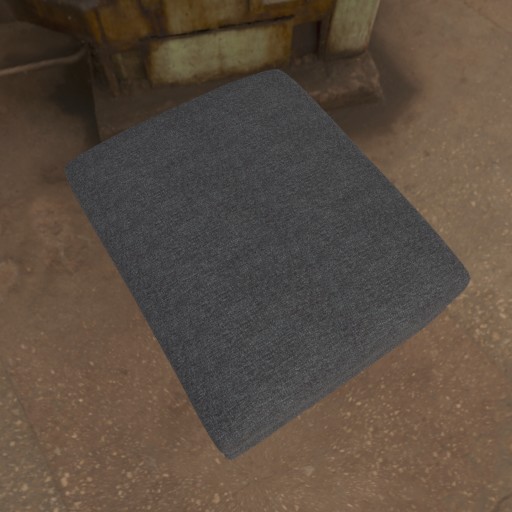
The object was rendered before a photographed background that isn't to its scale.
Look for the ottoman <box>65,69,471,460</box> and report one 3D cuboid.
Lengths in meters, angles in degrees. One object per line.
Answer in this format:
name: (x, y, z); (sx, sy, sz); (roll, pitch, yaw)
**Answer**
ottoman: (0.000, 0.000, 1.262); (0.695, 0.533, 0.831); (-30, 67, -14)
